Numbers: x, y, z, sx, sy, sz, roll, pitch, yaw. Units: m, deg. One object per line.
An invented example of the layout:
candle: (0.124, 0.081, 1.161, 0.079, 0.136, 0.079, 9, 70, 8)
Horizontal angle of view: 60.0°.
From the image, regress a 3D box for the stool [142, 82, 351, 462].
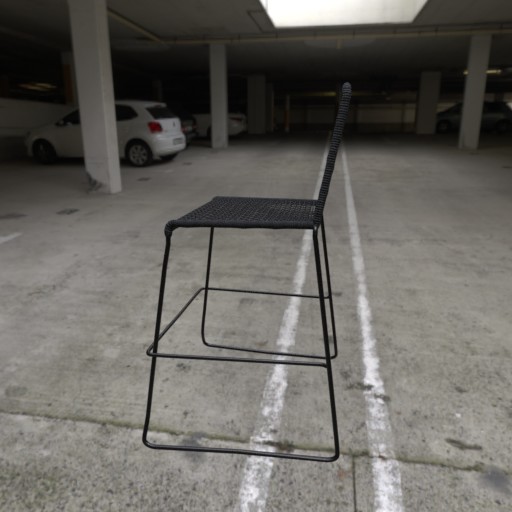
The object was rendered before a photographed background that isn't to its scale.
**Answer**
stool: (0.000, 0.000, 1.273, 0.509, 0.905, 0.590, 3, 16, 9)
